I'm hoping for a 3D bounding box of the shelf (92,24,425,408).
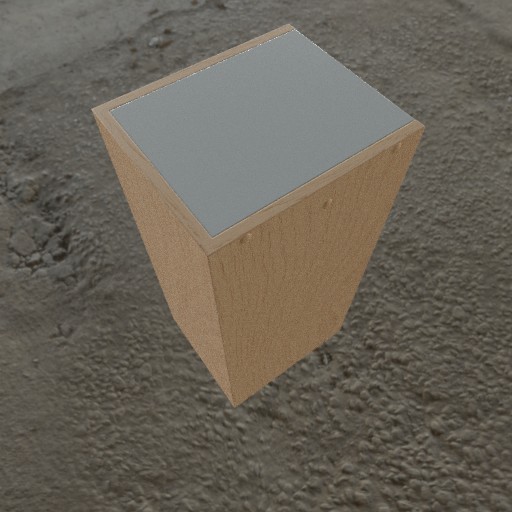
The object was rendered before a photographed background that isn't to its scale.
[{"bbox_3d":[0.000,0.000,0.759,0.290,0.600,0.250,-32,64,-18],"label":"shelf"}]
